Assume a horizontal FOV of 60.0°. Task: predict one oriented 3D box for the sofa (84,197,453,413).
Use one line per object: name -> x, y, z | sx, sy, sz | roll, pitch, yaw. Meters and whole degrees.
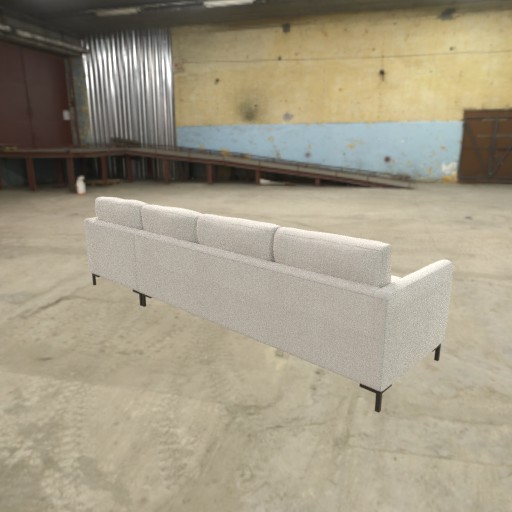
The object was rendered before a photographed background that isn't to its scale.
sofa -> 0.000, 0.000, 2.867 | 2.445, 0.677, 1.126 | 13, 20, 42
